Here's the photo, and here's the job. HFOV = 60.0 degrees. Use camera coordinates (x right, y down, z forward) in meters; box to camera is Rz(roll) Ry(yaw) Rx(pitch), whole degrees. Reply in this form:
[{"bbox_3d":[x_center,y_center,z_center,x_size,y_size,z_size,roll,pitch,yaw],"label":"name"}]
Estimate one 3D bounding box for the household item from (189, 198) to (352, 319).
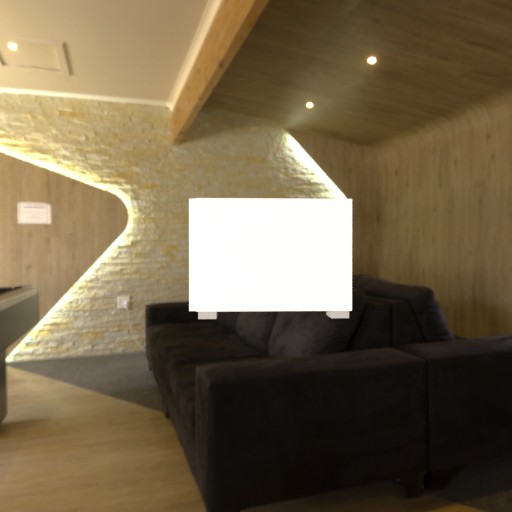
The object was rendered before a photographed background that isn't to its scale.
[{"bbox_3d":[0.000,0.000,2.062,0.420,0.310,1.850,0,0,-2],"label":"household item"}]
